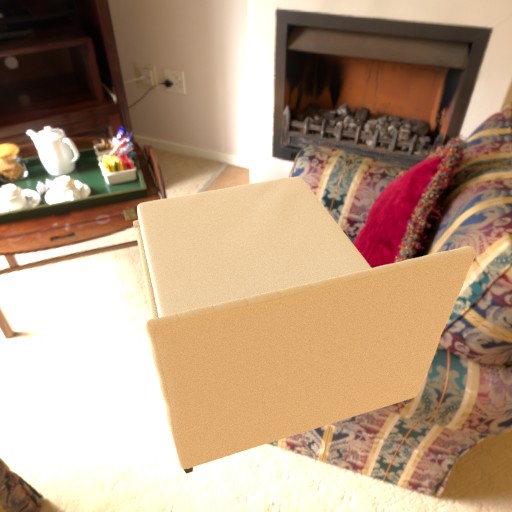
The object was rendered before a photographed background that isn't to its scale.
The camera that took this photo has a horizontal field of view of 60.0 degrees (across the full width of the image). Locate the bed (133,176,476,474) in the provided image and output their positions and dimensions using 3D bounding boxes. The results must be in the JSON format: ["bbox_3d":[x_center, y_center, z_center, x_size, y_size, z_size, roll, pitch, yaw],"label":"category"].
[{"bbox_3d":[0.000,0.000,3.315,1.696,1.426,2.233,-12,42,-13],"label":"bed"}]
